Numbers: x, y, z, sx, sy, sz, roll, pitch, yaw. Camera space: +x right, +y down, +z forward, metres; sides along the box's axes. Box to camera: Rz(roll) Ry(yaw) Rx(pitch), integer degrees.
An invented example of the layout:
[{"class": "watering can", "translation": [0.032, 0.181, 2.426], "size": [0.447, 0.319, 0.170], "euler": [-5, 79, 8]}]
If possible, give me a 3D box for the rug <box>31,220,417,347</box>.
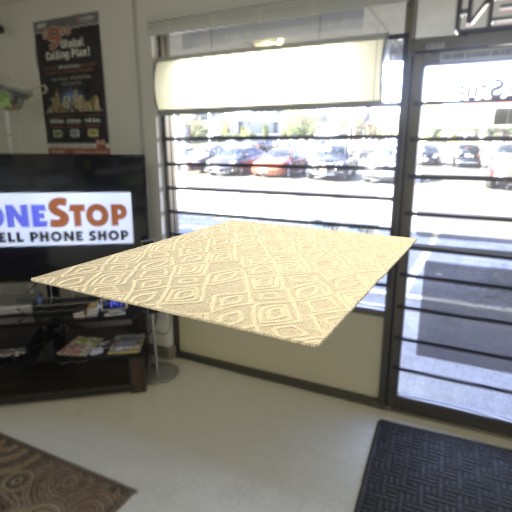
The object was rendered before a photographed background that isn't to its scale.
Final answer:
[{"class": "rug", "translation": [0.000, 0.000, 4.238], "size": [2.449, 0.025, 3.049], "euler": [8, 17, 28]}]
